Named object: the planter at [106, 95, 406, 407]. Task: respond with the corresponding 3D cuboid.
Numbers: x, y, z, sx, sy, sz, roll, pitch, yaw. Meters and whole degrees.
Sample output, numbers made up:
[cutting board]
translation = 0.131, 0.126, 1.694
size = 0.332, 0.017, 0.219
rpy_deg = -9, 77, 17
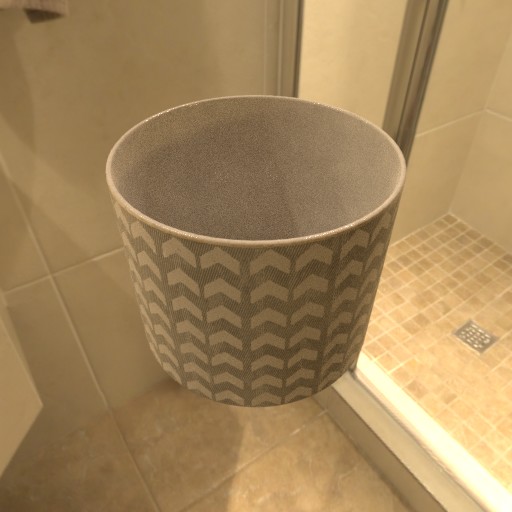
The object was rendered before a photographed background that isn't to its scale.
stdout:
[planter]
translation = 0.000, 0.000, 0.457
size = 0.250, 0.239, 0.250
rpy_deg = 0, 41, 0
